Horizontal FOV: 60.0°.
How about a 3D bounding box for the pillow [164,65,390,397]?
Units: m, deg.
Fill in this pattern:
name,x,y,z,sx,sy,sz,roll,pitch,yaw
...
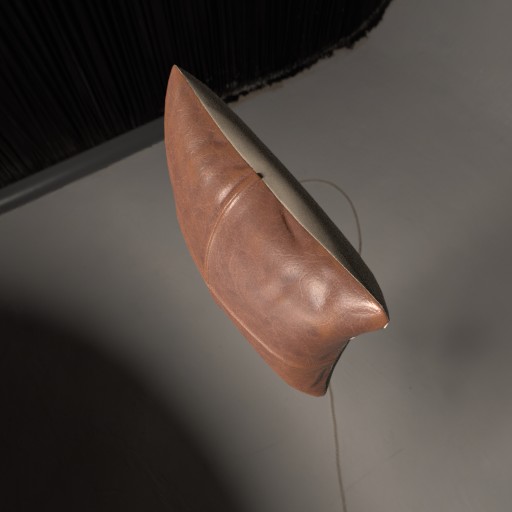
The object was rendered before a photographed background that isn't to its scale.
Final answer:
name,x,y,z,sx,sy,sz,roll,pitch,yaw
pillow,0.000,0.000,0.756,0.192,0.470,0.484,-30,66,-15
